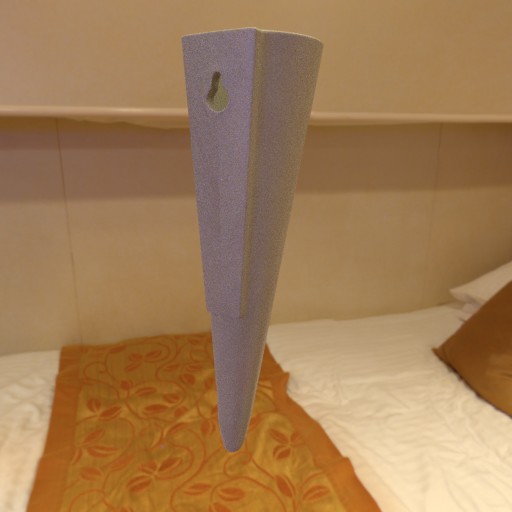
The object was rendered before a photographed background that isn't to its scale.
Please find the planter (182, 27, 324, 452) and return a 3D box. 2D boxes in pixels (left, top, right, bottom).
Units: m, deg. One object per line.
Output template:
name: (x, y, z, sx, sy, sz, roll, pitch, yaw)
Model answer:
planter: (0.000, 0.000, 0.219, 0.057, 0.191, 0.064, 8, 18, 27)
